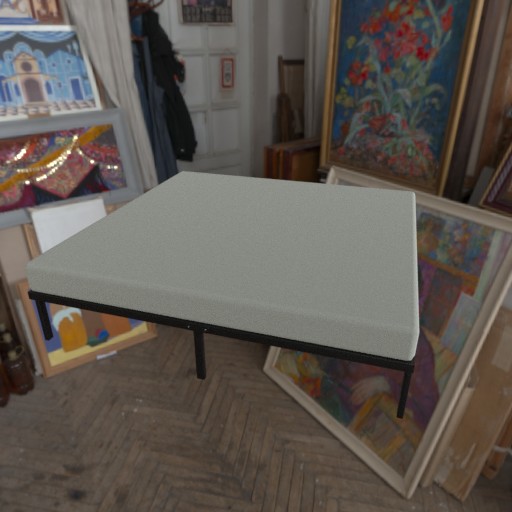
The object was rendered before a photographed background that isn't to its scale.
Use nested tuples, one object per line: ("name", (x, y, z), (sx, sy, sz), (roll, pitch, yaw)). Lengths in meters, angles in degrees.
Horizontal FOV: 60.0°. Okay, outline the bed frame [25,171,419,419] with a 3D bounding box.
("bed frame", (0.000, 0.000, 3.927), (2.635, 0.680, 2.526), (8, 27, 16))
